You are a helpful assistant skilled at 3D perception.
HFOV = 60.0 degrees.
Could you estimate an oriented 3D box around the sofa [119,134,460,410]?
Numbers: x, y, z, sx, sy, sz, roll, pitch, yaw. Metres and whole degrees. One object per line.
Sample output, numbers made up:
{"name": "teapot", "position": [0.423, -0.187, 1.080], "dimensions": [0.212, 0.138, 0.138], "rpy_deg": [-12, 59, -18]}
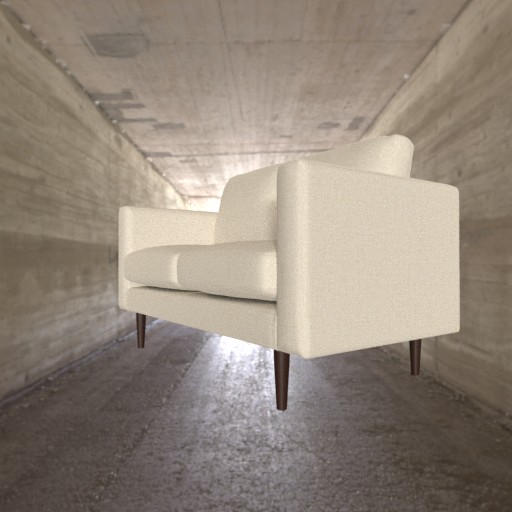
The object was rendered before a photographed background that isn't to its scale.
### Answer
{"name": "sofa", "position": [0.000, 0.000, 1.930], "dimensions": [0.796, 0.908, 1.430], "rpy_deg": [0, 0, -36]}
